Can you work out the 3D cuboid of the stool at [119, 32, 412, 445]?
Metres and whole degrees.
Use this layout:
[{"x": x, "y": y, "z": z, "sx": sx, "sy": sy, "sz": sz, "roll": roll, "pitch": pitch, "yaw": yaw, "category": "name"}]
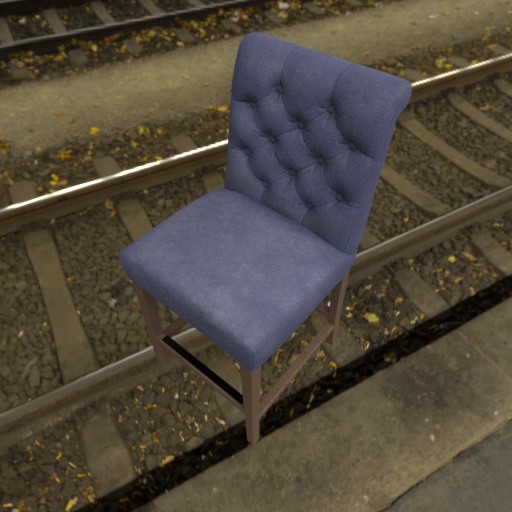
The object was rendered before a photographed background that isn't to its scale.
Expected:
[{"x": 0.000, "y": 0.000, "z": 1.301, "sx": 0.493, "sy": 1.010, "sz": 0.601, "roll": 31, "pitch": 55, "yaw": 26, "category": "stool"}]
